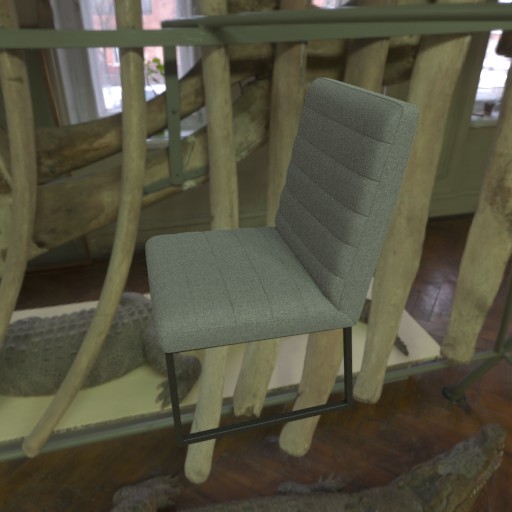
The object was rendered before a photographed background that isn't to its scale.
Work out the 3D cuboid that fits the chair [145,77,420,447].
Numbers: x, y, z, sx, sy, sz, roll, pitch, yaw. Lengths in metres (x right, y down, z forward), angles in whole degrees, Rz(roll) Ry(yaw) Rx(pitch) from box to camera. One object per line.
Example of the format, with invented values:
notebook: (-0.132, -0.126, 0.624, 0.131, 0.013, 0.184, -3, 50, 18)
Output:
chair: (0.000, 0.000, 1.320, 0.634, 0.930, 0.520, -8, 30, -13)
